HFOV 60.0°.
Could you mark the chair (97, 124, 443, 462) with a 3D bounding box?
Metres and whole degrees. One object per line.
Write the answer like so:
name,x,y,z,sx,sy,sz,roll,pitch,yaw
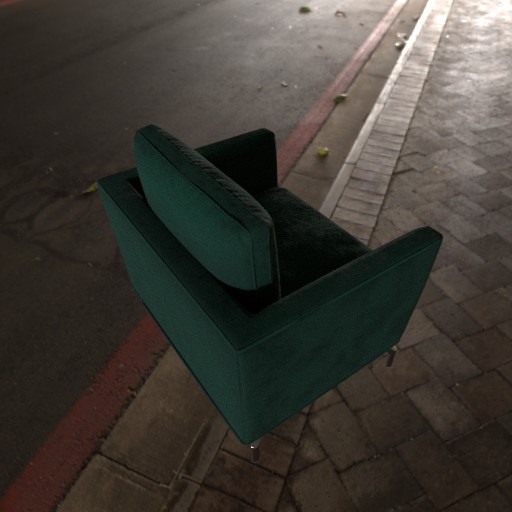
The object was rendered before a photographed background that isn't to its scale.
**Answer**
chair,0.000,0.000,1.796,0.852,0.997,1.047,-25,47,-26
